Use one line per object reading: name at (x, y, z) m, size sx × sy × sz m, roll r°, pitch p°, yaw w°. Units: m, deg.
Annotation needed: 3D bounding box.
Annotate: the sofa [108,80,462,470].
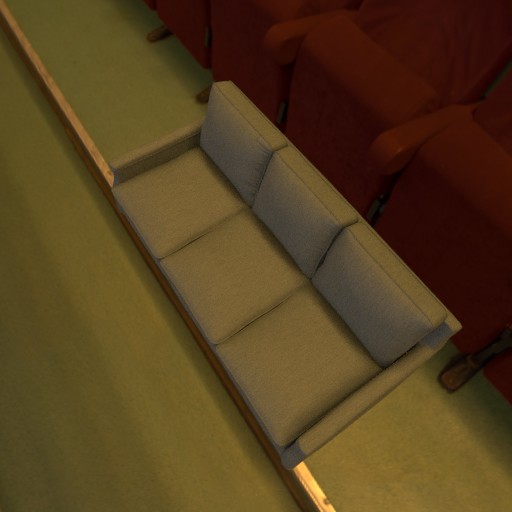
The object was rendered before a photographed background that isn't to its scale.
sofa at (0.000, 0.000, 2.825) m, size 1.084 × 1.003 × 2.246 m, roll -31°, pitch 66°, yaw -16°
